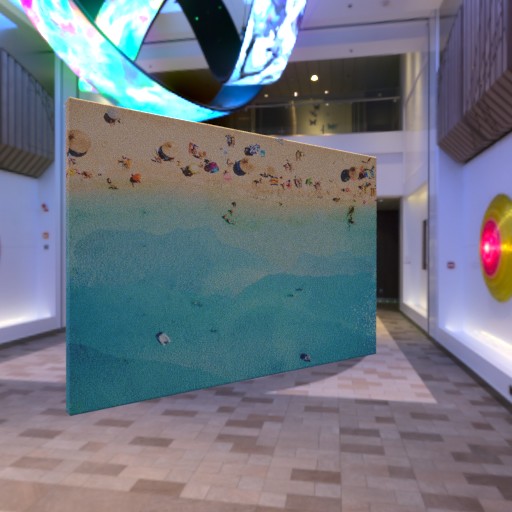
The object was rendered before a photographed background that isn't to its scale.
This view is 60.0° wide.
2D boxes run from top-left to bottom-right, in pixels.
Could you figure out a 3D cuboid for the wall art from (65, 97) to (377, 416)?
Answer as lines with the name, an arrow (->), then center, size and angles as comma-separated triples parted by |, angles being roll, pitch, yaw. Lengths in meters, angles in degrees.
wall art -> 0.000, 0.000, 1.415 | 1.136, 0.769, 0.040 | 0, 0, -36
